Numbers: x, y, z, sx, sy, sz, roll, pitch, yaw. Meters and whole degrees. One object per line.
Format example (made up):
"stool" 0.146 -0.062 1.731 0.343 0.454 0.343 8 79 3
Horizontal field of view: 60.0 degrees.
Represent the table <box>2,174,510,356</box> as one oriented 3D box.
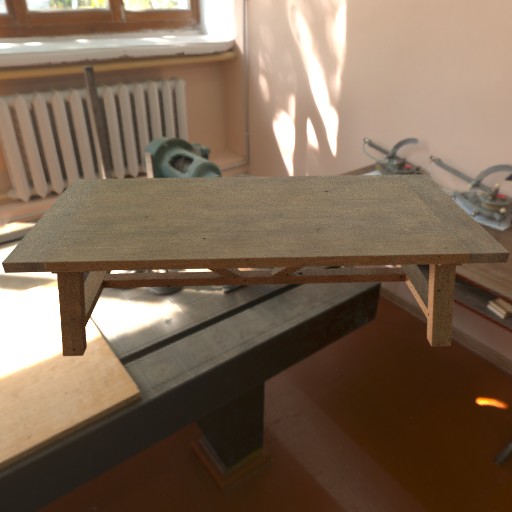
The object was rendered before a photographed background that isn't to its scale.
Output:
"table" 0.000 0.000 2.038 1.800 0.465 0.820 -1 30 -2
